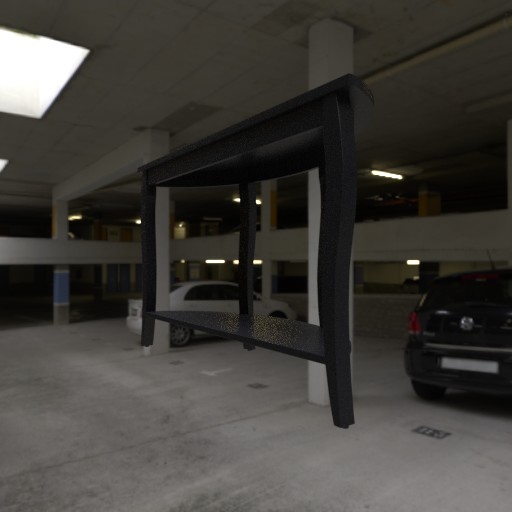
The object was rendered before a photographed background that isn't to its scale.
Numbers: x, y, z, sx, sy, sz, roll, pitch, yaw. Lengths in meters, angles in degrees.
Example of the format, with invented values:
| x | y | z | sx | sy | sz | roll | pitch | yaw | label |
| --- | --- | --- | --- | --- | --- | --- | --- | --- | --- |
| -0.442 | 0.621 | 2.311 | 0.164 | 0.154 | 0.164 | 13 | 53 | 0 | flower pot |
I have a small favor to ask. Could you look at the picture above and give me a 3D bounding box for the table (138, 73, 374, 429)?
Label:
| x | y | z | sx | sy | sz | roll | pitch | yaw | label |
| --- | --- | --- | --- | --- | --- | --- | --- | --- | --- |
| 0.000 | 0.000 | 1.560 | 0.394 | 0.780 | 1.219 | 0 | -1 | -36 | table |
